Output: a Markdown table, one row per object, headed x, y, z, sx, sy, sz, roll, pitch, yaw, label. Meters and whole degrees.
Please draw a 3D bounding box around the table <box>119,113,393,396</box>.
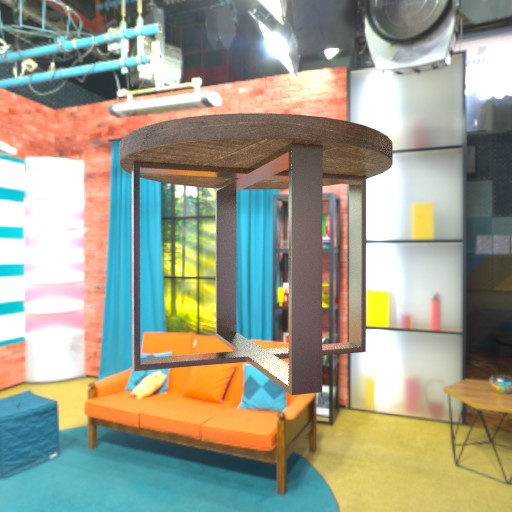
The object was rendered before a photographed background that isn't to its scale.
| x | y | z | sx | sy | sz | roll | pitch | yaw | label |
| --- | --- | --- | --- | --- | --- | --- | --- | --- | --- |
| 0.000 | 0.000 | 0.948 | 0.557 | 0.437 | 0.557 | 0 | 1 | 0 | table |
